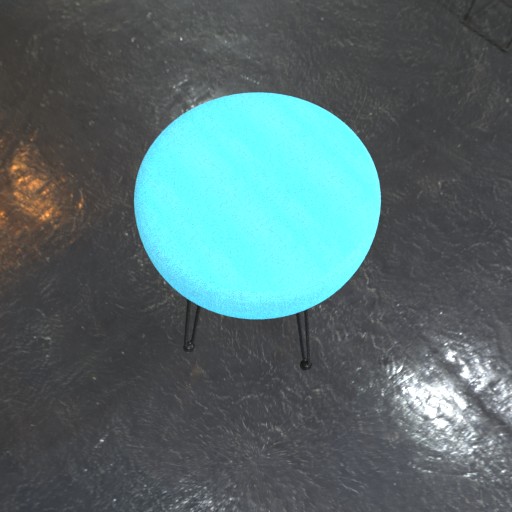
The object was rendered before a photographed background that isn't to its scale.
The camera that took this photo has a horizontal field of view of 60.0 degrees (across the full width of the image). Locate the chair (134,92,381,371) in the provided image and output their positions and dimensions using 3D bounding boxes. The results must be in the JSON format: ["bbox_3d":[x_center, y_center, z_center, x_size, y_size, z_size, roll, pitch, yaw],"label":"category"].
[{"bbox_3d":[0.000,0.000,0.715,0.350,0.440,0.350,-35,70,-15],"label":"chair"}]
